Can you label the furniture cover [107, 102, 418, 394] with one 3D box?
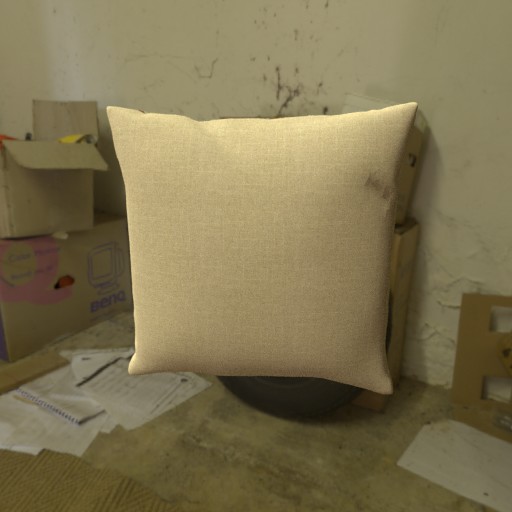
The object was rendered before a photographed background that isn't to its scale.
[{"bbox_3d":[0.000,0.000,0.662,0.431,0.431,0.139,2,16,7],"label":"furniture cover"}]
